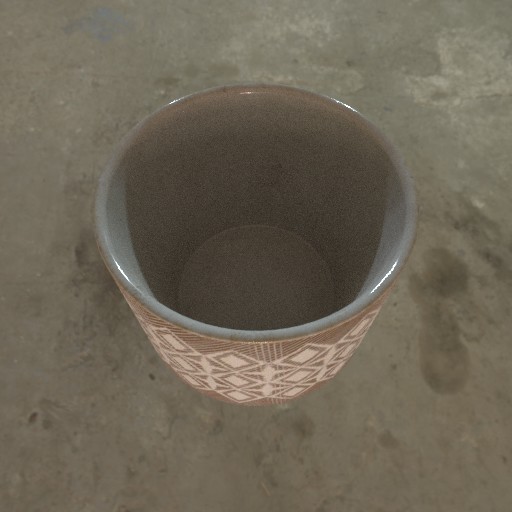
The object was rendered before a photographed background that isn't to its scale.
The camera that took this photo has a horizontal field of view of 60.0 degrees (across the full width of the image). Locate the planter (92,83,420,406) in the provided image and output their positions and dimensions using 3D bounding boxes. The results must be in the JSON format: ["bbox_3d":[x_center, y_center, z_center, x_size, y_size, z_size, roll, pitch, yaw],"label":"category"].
[{"bbox_3d":[0.000,0.000,0.218,0.126,0.104,0.126,0,59,0],"label":"planter"}]
